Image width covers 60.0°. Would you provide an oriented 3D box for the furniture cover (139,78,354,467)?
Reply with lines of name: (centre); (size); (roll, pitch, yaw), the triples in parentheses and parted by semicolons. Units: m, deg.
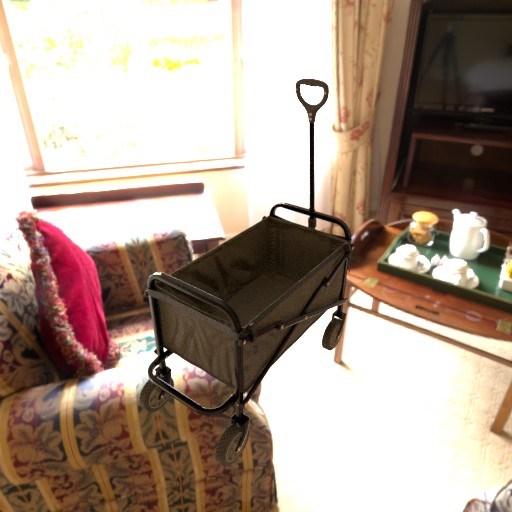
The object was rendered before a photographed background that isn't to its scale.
furniture cover: (0.000, 0.000, 1.841); (0.532, 1.295, 1.038); (21, 36, 31)
